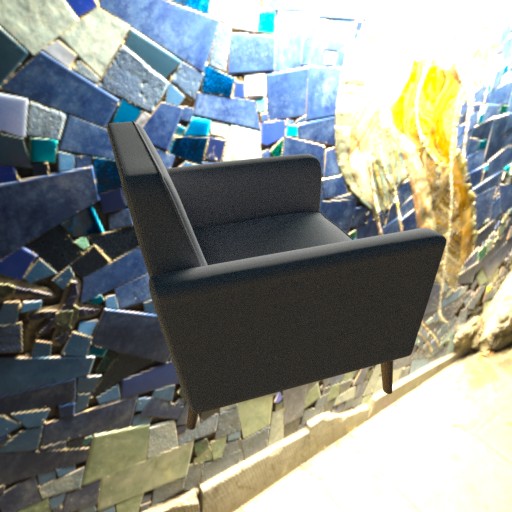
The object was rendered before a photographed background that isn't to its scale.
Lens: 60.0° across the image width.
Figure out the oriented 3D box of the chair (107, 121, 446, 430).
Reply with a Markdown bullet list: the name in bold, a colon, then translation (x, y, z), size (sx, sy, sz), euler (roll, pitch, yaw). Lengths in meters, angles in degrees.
- **chair**: translation (0.000, 0.000, 1.386), size (0.750, 0.780, 0.780), euler (-10, 31, -17)
